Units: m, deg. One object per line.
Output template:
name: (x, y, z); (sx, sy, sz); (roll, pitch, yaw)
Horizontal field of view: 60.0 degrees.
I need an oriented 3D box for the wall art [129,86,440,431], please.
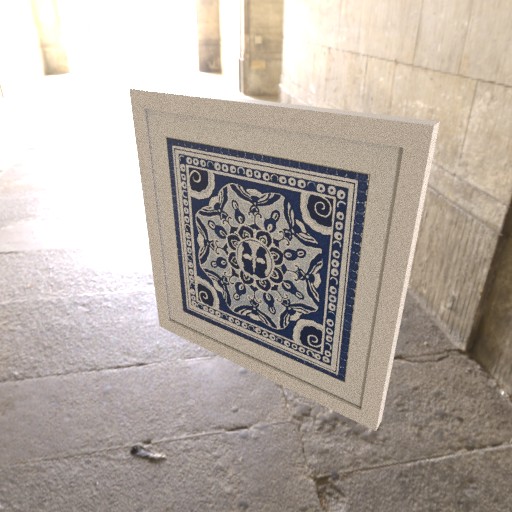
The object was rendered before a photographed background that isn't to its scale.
wall art: (0.000, 0.000, 0.838); (0.559, 0.559, 0.028); (18, 34, 29)
